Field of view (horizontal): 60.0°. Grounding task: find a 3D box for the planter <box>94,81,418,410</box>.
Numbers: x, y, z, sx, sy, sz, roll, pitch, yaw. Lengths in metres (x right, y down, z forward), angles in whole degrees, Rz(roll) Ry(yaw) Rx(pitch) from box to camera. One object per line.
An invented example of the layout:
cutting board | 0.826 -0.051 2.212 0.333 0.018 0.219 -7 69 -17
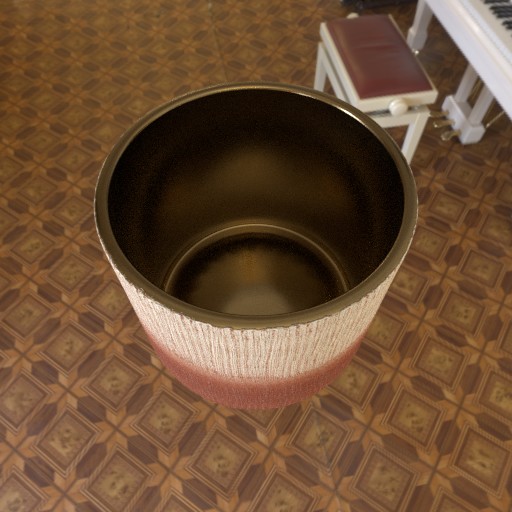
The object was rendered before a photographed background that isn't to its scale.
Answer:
planter | 0.000 0.000 0.438 0.254 0.221 0.254 0 58 0
